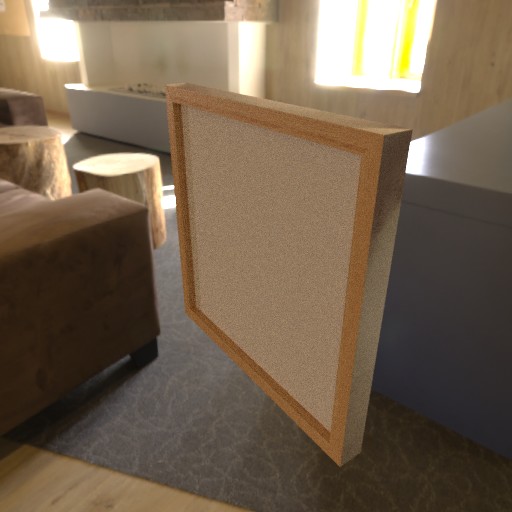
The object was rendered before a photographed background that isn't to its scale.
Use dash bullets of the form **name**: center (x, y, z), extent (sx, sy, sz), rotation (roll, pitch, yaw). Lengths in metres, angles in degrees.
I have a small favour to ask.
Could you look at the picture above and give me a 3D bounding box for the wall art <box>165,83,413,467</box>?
- **wall art**: center (0.000, 0.000, 0.454), extent (0.028, 0.303, 0.303), rotation (-19, 33, -31)
